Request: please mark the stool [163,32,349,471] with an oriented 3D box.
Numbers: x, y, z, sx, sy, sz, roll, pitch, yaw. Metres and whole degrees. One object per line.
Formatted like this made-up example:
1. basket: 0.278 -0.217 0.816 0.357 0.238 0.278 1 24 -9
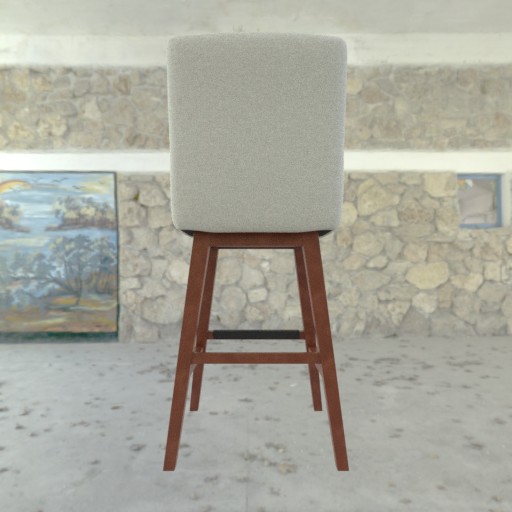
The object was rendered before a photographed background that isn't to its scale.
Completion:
1. stool: 0.000 0.000 1.340 0.470 1.092 0.559 0 0 0
